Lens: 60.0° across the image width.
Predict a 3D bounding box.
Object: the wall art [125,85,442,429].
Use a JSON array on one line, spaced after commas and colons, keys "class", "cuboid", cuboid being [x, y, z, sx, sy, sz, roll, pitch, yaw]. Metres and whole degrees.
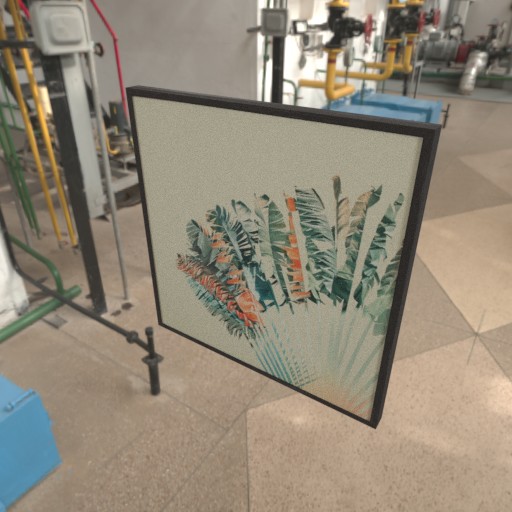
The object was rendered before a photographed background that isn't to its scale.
[{"class": "wall art", "cuboid": [0.000, 0.000, 1.141, 0.762, 0.758, 0.043, 18, 35, 29]}]
